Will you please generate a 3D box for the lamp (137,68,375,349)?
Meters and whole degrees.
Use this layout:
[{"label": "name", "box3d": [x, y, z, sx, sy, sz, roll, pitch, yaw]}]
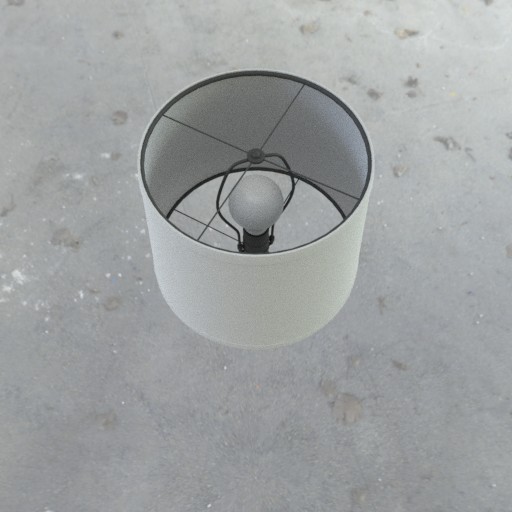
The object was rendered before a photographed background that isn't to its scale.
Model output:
[{"label": "lamp", "box3d": [0.000, 0.000, 0.698, 0.310, 0.501, 0.310, 0, 63, 0]}]
